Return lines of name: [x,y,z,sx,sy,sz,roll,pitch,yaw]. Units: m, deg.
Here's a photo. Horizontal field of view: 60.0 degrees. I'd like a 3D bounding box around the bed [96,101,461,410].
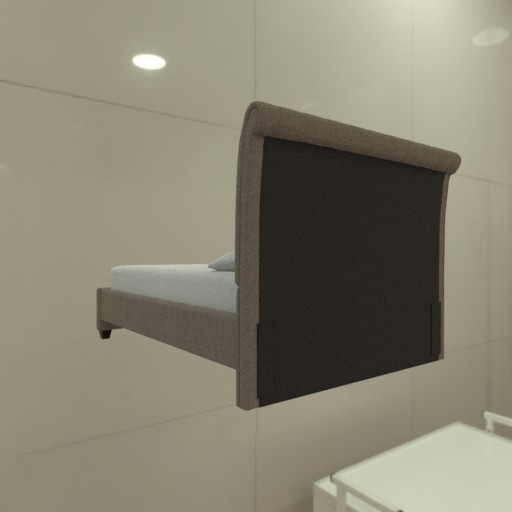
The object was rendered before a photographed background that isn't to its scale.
bed: [0.000,0.000,3.272,1.645,1.371,2.252,0,0,-37]
